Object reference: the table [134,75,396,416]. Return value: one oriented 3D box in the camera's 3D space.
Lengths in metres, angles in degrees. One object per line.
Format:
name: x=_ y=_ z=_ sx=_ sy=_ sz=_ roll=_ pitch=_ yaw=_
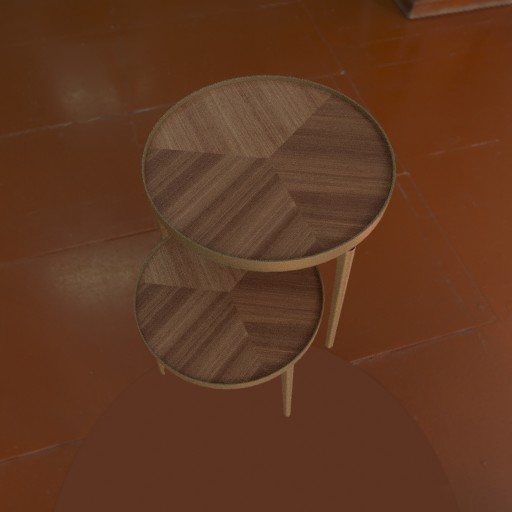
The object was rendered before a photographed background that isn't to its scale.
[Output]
table: x=0.000 y=0.000 z=1.130 sx=0.532 sy=0.555 sz=0.751 roll=16 pitch=59 yaw=10
